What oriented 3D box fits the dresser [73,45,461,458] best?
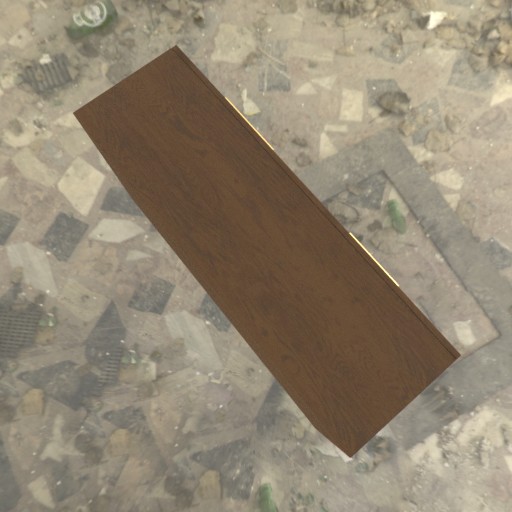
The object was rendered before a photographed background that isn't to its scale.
[{"bbox_3d":[0.000,0.000,1.956,0.512,0.889,1.523,-38,78,-10],"label":"dresser"}]
